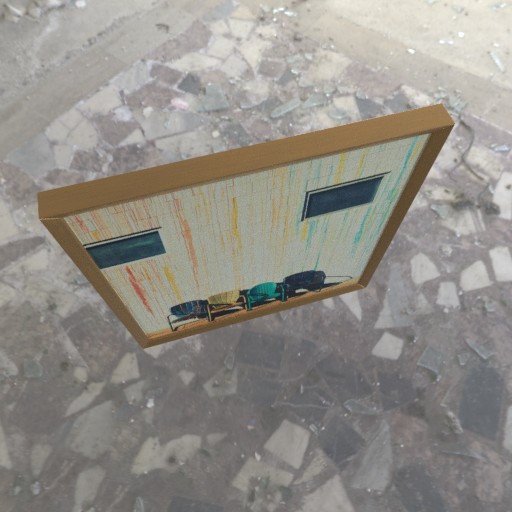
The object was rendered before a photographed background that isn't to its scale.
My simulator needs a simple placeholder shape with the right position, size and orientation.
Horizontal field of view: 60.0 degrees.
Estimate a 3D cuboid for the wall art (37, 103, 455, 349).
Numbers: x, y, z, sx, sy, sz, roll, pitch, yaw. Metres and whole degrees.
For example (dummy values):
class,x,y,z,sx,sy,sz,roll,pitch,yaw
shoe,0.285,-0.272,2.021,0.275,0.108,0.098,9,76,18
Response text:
class,x,y,z,sx,sy,sz,roll,pitch,yaw
wall art,0.000,0.000,0.748,0.505,0.505,0.037,-14,63,-7
